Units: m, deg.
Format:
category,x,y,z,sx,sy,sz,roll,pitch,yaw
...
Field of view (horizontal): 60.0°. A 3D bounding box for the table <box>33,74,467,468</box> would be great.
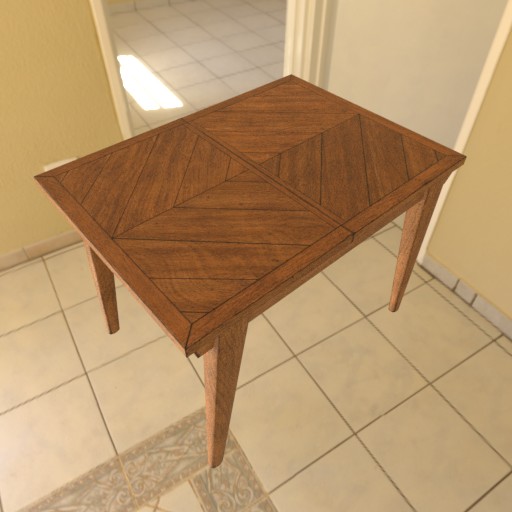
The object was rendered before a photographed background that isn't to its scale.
category,x,y,z,sx,sy,sz,roll,pitch,yaw
table,0.000,0.000,1.572,1.027,0.760,0.757,-32,54,-27
